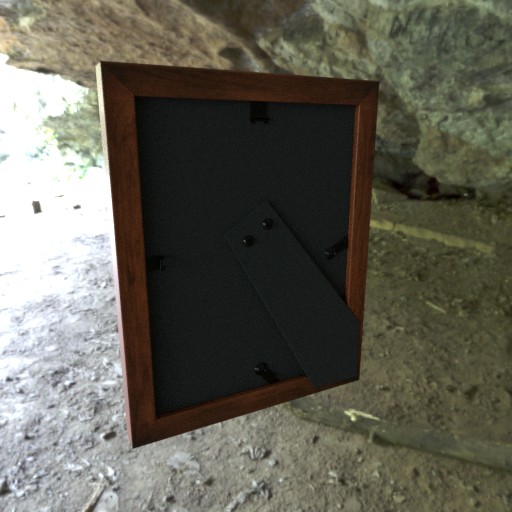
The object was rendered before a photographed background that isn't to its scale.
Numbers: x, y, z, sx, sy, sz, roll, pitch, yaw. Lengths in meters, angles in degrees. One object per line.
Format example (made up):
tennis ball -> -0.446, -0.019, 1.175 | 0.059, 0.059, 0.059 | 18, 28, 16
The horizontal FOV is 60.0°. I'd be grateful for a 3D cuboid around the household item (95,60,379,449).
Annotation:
household item -> 0.000, 0.000, 0.326 | 0.200, 0.250, 0.020 | -8, 17, -26
